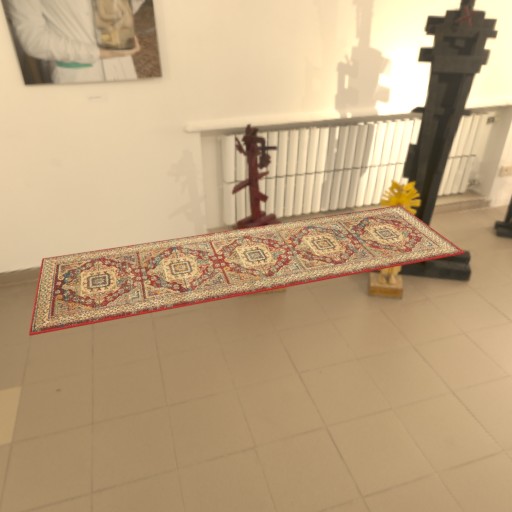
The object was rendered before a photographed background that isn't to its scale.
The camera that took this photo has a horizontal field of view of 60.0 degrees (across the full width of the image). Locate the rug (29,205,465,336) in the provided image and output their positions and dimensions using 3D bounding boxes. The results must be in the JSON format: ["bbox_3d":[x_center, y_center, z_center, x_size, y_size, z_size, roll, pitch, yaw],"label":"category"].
[{"bbox_3d":[0.000,0.000,2.499,2.292,0.015,0.659,-9,33,-15],"label":"rug"}]
